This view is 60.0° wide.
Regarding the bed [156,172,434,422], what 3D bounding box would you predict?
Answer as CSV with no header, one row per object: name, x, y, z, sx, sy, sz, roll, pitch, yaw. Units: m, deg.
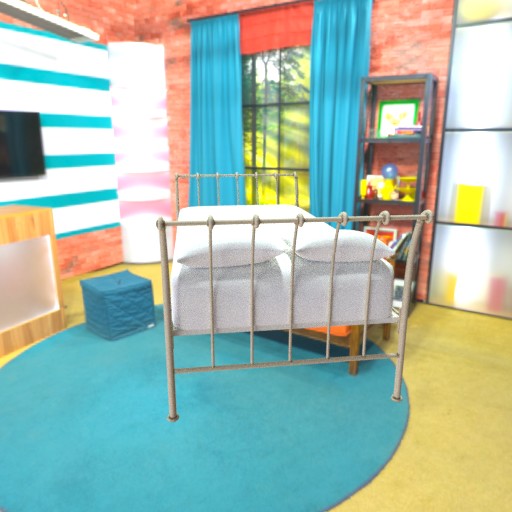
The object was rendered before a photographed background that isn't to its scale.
bed,0.000,0.000,2.730,1.032,0.873,2.228,-2,15,-8
